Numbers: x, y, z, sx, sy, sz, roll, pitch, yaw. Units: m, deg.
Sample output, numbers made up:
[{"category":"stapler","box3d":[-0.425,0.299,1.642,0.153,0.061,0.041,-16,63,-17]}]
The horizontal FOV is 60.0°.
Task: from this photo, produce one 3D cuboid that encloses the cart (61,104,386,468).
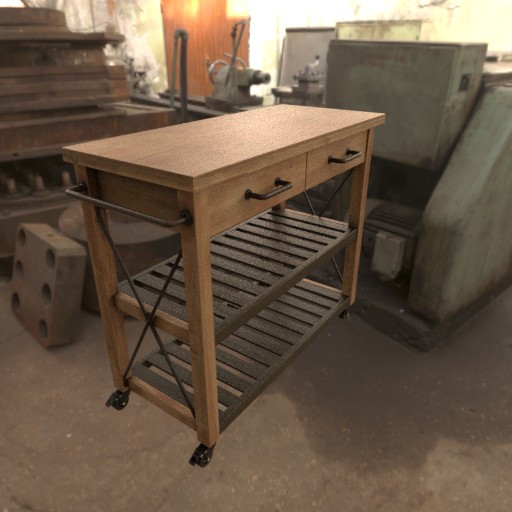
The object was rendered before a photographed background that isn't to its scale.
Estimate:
[{"category":"cart","box3d":[0.000,0.000,0.982,0.298,0.554,0.686,18,31,32]}]
